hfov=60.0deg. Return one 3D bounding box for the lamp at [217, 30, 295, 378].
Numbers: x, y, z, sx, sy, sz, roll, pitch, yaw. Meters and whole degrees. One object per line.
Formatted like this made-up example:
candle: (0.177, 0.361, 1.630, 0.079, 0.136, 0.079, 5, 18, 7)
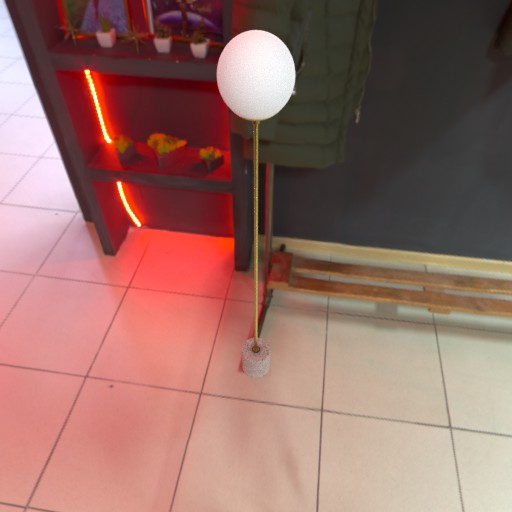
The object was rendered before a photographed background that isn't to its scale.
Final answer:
lamp: (0.000, 0.000, 1.834, 0.229, 1.748, 0.229, 32, 54, 27)
